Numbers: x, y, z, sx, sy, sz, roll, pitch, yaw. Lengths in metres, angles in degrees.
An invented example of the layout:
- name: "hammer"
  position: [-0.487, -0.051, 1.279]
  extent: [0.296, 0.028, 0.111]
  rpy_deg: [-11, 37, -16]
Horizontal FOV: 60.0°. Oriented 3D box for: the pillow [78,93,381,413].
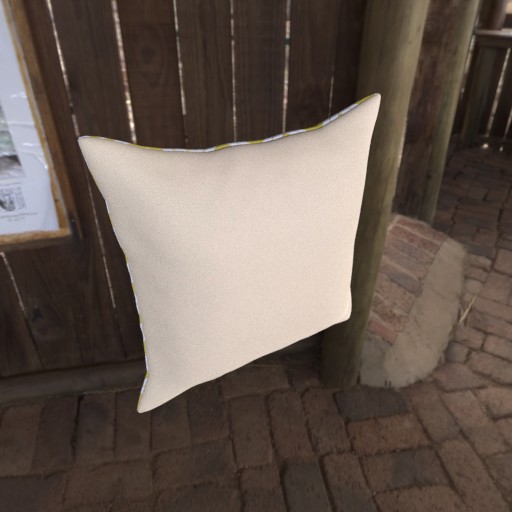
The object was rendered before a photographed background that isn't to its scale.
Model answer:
- name: "pillow"
  position: [0.000, 0.000, 0.773]
  extent: [0.504, 0.494, 0.188]
  rpy_deg: [-18, 36, -27]
